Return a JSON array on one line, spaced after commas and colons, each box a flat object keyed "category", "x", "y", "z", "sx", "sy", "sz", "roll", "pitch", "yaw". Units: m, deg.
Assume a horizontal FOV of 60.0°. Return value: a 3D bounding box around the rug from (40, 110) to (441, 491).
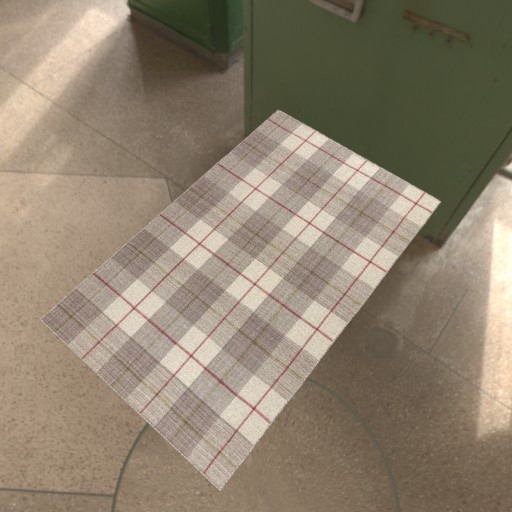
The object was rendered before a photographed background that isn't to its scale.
[{"category": "rug", "x": 0.000, "y": 0.000, "z": 3.055, "sx": 1.549, "sy": 0.010, "sz": 2.464, "roll": 35, "pitch": 66, "yaw": 18}]
